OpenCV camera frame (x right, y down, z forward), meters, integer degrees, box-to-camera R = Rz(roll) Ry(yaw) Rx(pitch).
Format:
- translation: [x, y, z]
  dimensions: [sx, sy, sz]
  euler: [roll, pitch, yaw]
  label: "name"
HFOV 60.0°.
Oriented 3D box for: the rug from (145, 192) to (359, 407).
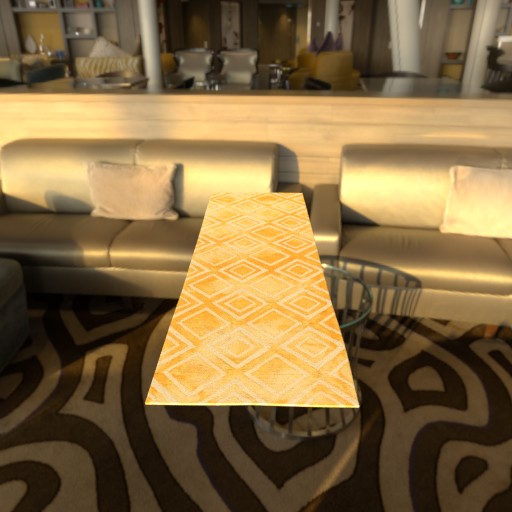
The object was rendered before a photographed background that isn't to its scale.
- translation: [0.000, 0.000, 2.671]
  dimensions: [0.775, 0.010, 2.438]
  euler: [0, 26, 1]
  label: "rug"
